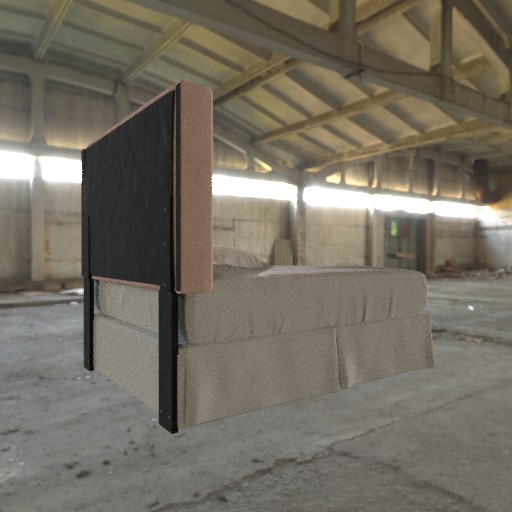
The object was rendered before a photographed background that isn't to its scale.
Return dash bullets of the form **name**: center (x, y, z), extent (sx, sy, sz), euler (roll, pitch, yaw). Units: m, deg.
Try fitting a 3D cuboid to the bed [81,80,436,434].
- **bed**: center (0.000, 0.000, 3.296), extent (2.066, 1.665, 1.719), euler (0, 0, -36)
